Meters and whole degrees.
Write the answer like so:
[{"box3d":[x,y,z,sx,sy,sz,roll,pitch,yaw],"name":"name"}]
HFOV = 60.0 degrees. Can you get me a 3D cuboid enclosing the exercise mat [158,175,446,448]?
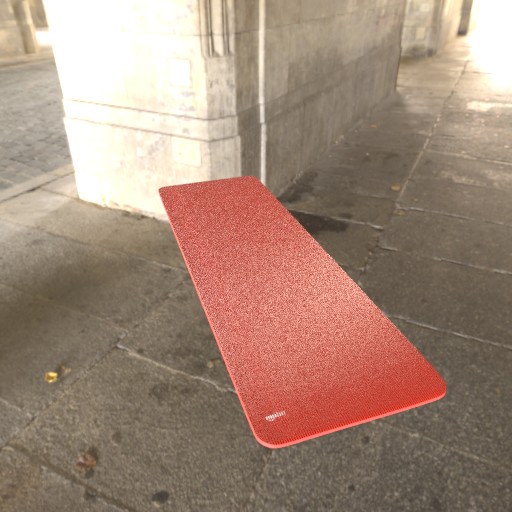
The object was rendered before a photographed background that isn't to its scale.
[{"box3d":[0.000,0.000,1.997,0.616,0.021,1.869,-10,33,-16],"name":"exercise mat"}]
